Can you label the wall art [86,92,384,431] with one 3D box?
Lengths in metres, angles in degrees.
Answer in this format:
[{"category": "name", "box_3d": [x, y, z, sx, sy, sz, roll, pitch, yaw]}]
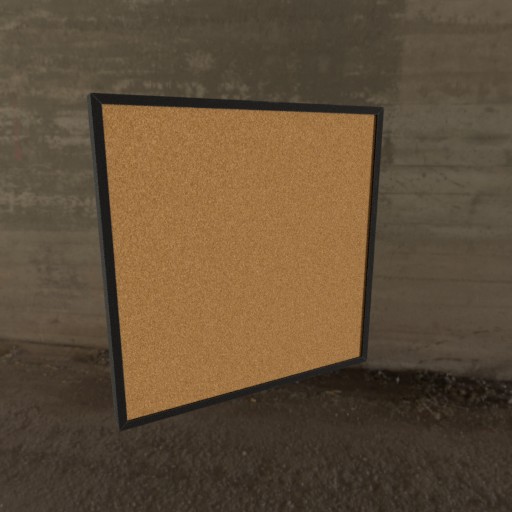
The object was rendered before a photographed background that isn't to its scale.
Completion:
[{"category": "wall art", "box_3d": [0.000, 0.000, 0.767, 0.506, 0.506, 0.036, -7, 16, -27]}]
